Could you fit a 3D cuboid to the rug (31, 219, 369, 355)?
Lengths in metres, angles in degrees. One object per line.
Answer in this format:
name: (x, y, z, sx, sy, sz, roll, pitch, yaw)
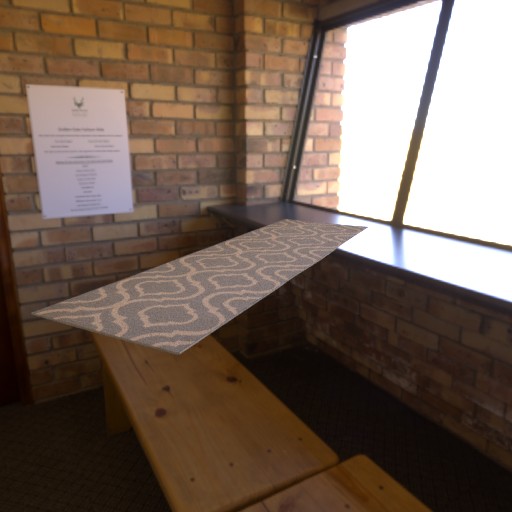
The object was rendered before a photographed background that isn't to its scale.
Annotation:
rug: (0.000, 0.000, 2.451, 0.684, 0.009, 2.275, 8, 17, 27)
